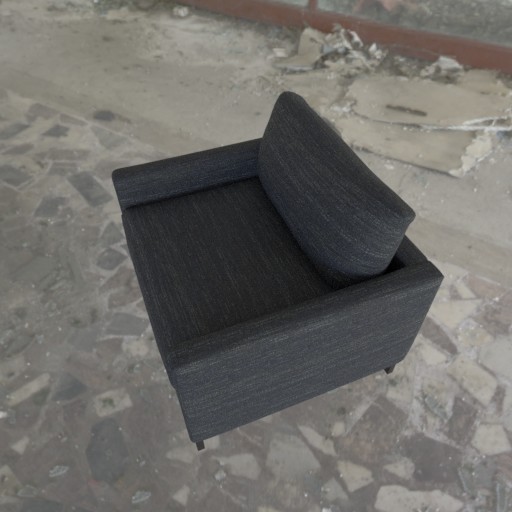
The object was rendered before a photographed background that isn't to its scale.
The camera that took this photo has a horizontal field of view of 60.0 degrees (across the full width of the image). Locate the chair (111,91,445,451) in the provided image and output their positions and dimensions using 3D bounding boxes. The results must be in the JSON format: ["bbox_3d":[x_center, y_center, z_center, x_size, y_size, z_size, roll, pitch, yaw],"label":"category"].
[{"bbox_3d":[0.000,0.000,1.653,0.866,0.861,0.963,-16,48,-15],"label":"chair"}]
